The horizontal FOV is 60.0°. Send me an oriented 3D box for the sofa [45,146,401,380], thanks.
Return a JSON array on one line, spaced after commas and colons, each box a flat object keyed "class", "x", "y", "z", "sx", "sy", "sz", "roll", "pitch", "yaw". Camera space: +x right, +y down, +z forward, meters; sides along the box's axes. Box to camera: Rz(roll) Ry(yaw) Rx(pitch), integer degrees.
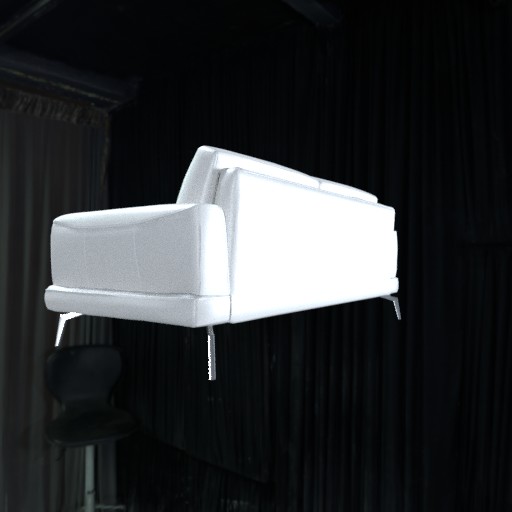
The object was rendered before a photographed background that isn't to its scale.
[{"class": "sofa", "x": 0.000, "y": 0.000, "z": 2.743, "sx": 1.121, "sy": 0.930, "sz": 2.177, "roll": 0, "pitch": 0, "yaw": 37}]
